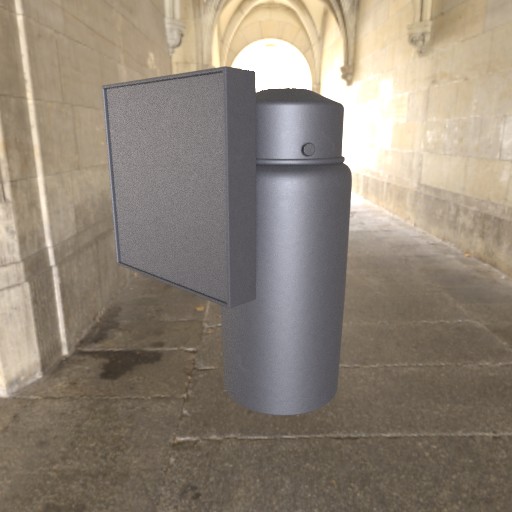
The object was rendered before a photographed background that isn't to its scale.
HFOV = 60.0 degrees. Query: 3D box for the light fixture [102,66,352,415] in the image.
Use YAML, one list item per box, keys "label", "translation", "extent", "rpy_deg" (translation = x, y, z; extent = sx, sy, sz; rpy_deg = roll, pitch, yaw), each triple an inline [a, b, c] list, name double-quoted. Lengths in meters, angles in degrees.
- label: "light fixture"
  translation: [0.000, 0.000, 0.359]
  extent: [0.130, 0.257, 0.176]
  rpy_deg: [15, 21, 43]
